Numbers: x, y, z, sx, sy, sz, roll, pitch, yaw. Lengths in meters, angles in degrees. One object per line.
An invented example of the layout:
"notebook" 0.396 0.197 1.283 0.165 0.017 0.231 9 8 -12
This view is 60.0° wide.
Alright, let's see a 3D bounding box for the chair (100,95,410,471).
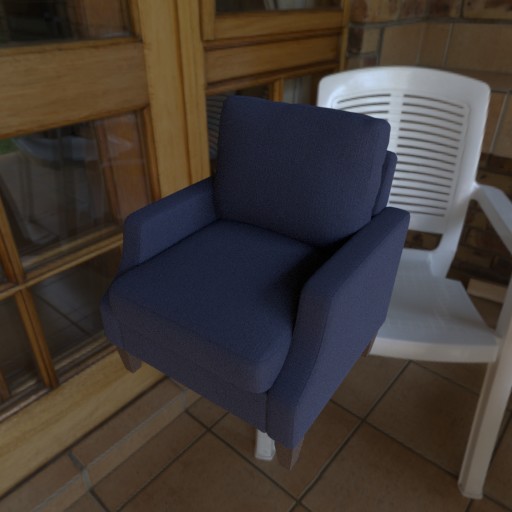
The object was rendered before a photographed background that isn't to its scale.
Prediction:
"chair" 0.000 0.000 1.635 0.855 0.991 0.897 20 37 29
